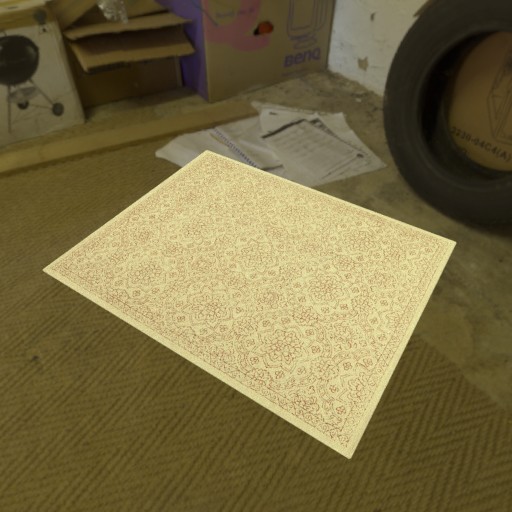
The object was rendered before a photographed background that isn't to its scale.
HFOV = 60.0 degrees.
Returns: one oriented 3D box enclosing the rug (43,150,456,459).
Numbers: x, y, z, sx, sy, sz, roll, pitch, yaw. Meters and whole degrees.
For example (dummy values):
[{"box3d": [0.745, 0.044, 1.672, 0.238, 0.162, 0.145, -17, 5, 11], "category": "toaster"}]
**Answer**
[{"box3d": [0.000, 0.000, 4.161, 3.050, 0.015, 2.441, 25, 50, 23], "category": "rug"}]
